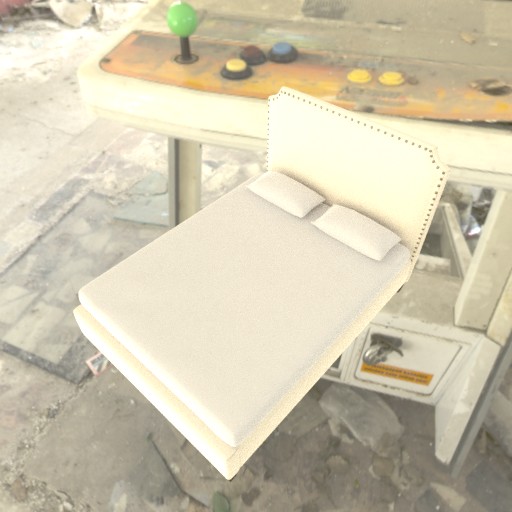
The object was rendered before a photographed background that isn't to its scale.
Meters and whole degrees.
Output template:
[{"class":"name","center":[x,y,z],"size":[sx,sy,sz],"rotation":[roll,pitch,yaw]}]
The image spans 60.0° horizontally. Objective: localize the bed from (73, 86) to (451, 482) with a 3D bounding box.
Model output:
[{"class":"bed","center":[0.000,0.000,3.423],"size":[1.712,1.497,2.372],"rotation":[33,54,28]}]
